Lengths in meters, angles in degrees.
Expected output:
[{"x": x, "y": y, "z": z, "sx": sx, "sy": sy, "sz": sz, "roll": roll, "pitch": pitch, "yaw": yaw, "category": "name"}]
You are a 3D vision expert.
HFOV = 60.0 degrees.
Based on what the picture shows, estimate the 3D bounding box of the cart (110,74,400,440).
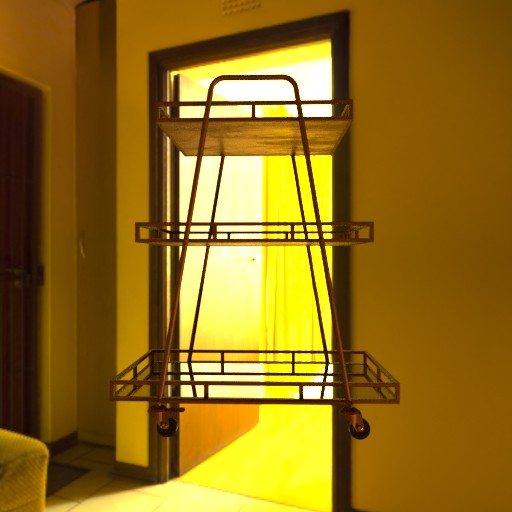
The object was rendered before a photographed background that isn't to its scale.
[{"x": 0.000, "y": 0.000, "z": 1.276, "sx": 0.711, "sy": 0.883, "sz": 0.441, "roll": 0, "pitch": 0, "yaw": 2, "category": "cart"}]
